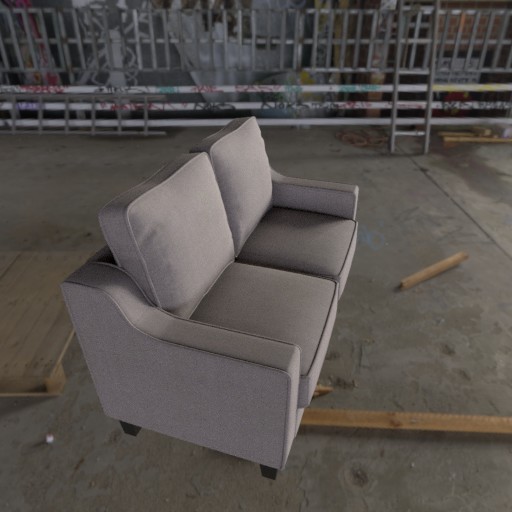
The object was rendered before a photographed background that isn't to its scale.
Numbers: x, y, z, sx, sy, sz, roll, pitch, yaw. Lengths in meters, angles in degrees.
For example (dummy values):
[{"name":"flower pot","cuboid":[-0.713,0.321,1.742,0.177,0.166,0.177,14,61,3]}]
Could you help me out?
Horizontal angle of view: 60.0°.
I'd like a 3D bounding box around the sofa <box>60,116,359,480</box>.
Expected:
[{"name":"sofa","cuboid":[0.000,0.000,2.000,0.791,0.948,1.500,10,32,16]}]
